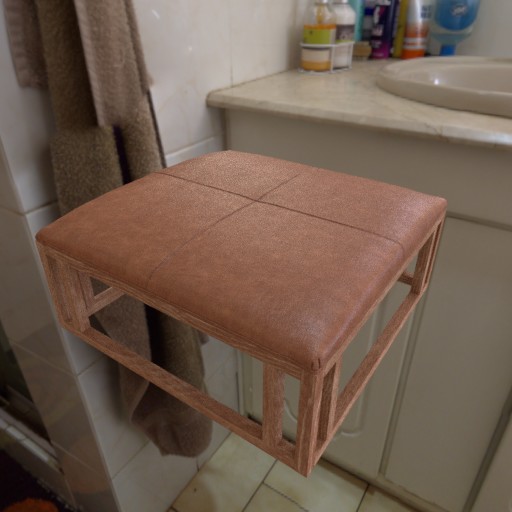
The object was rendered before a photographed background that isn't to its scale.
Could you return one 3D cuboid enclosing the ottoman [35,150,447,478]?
[{"bbox_3d":[0.000,0.000,1.585,1.016,0.442,1.013,20,36,29],"label":"ottoman"}]
